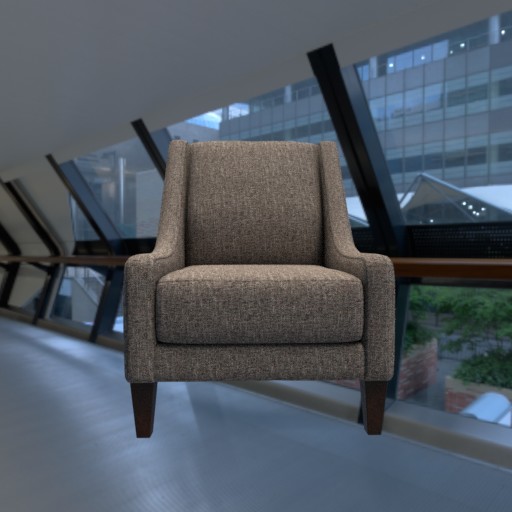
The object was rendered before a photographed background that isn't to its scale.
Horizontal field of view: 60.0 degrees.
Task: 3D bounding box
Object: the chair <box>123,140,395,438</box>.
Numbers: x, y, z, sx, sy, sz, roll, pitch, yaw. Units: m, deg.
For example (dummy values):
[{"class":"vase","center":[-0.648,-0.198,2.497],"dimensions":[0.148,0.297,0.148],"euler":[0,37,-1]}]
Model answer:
[{"class":"chair","center":[0.000,0.000,1.629],"dimensions":[0.774,1.014,0.870],"euler":[0,2,-2]}]
